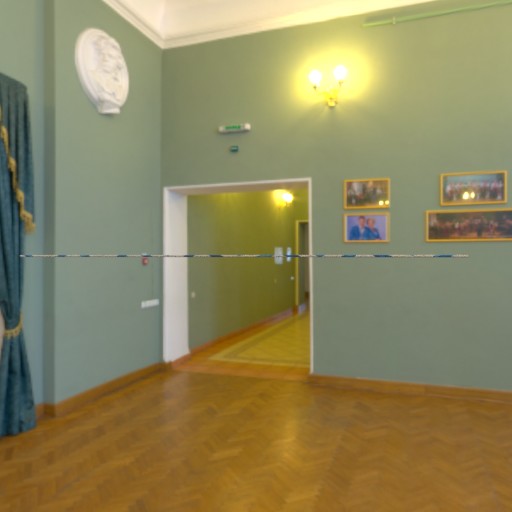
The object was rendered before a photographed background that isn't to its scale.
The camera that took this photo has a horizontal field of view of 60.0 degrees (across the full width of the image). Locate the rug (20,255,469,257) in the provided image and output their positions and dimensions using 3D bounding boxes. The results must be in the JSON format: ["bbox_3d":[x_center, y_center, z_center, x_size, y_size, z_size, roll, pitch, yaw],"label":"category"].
[{"bbox_3d":[0.000,0.000,2.275,1.830,0.008,1.225,0,0,18],"label":"rug"}]
